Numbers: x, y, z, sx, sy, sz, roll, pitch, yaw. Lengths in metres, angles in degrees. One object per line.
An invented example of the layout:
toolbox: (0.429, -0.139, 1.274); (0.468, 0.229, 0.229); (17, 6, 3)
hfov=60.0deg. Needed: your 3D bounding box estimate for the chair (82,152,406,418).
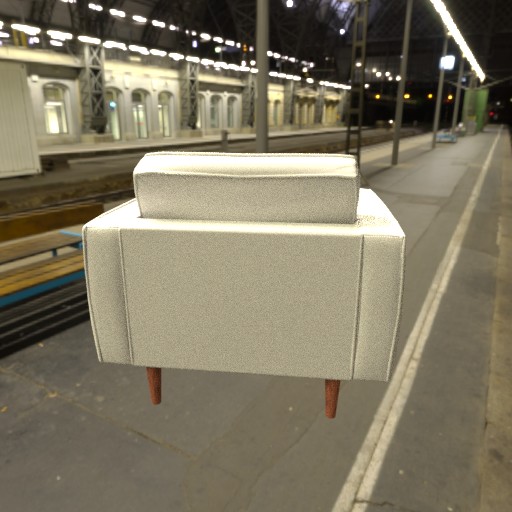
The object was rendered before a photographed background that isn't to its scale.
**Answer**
chair: (0.000, 0.000, 1.627); (0.928, 0.773, 0.843); (2, 18, 7)
